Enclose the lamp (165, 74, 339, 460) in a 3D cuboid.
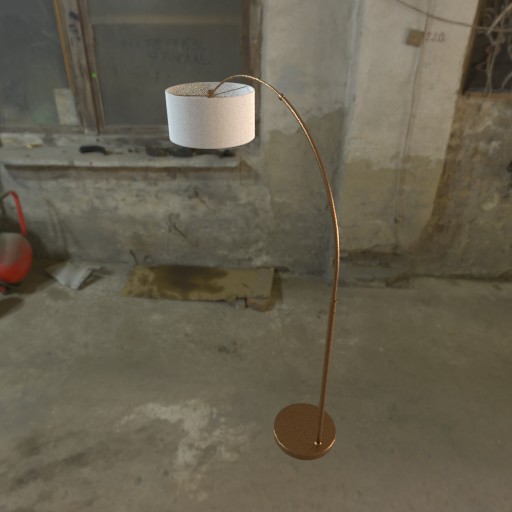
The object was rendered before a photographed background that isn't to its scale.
[{"bbox_3d":[0.000,0.000,2.549,0.493,1.927,1.434,-18,35,-28],"label":"lamp"}]
